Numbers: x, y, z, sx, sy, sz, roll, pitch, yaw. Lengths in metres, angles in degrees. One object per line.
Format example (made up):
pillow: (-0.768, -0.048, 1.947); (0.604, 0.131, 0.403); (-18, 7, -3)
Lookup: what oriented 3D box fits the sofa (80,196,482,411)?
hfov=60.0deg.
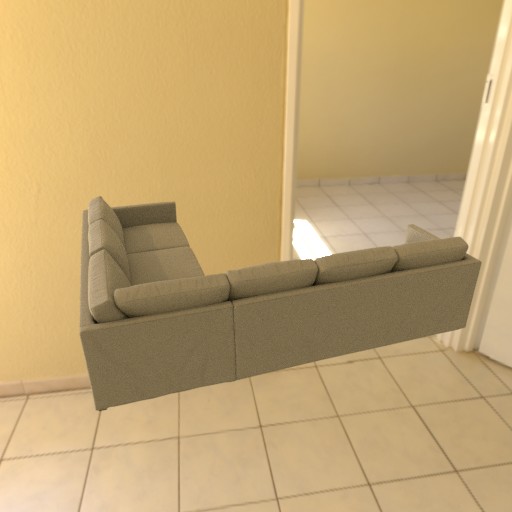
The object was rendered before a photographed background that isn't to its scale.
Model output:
sofa: (0.000, 0.000, 4.372); (3.182, 0.871, 2.432); (-8, 27, -17)
